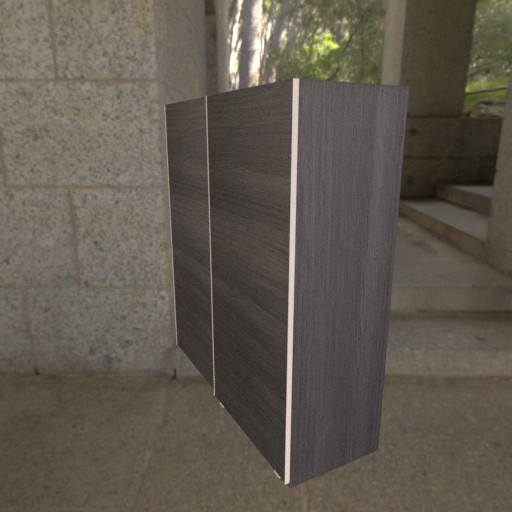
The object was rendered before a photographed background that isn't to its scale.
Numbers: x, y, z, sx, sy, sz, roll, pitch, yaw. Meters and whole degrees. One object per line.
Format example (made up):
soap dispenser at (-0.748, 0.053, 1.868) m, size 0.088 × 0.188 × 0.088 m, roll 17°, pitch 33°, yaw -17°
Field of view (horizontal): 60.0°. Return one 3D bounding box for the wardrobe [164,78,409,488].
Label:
wardrobe at (0.000, 0.000, 2.890) m, size 0.629 × 1.960 × 1.780 m, roll -8°, pitch 17°, yaw -27°
